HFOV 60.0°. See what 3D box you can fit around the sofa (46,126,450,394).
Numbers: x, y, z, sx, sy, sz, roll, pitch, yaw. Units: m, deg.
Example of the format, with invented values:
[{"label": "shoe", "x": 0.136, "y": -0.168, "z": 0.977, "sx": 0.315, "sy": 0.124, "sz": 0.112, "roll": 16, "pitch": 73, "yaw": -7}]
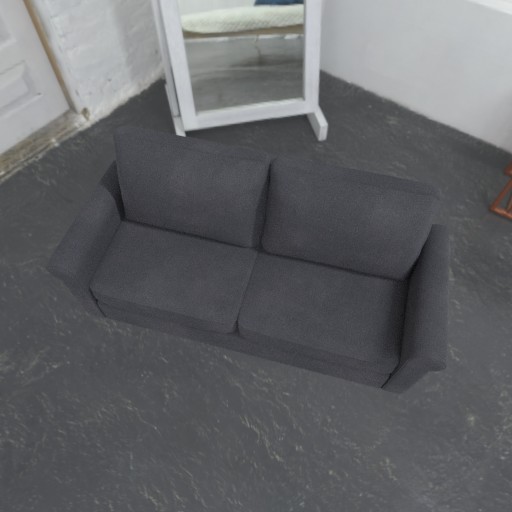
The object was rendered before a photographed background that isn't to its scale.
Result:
[{"label": "sofa", "x": 0.000, "y": 0.000, "z": 2.369, "sx": 1.935, "sy": 0.942, "sz": 0.842, "roll": 13, "pitch": 59, "yaw": 8}]
